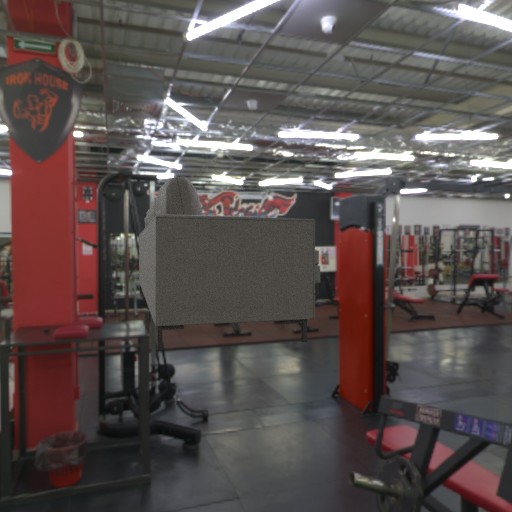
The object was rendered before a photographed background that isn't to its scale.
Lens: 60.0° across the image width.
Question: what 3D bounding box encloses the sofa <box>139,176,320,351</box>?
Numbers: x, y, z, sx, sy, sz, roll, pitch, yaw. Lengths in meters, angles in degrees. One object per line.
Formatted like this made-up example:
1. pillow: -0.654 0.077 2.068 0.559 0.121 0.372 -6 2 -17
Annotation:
1. sofa: 0.000 0.000 4.230 2.077 0.964 3.331 0 1 -16
